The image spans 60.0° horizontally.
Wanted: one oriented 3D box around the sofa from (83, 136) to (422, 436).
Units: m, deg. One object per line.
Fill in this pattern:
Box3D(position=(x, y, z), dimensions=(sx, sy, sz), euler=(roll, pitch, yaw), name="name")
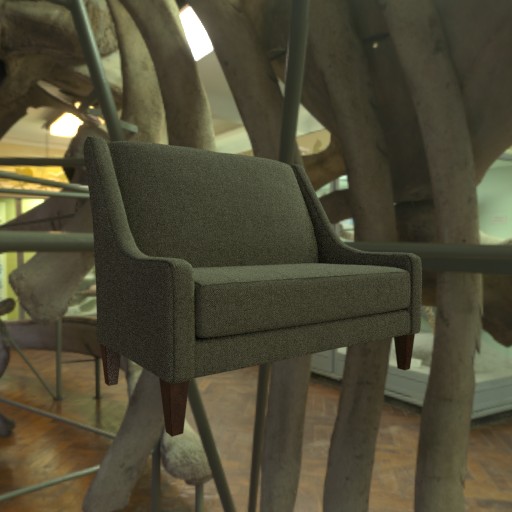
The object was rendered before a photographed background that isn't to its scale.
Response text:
Box3D(position=(0.000, 0.000, 1.931), dimensions=(1.242, 1.021, 0.870), euler=(-1, 2, -36), name="sofa")
